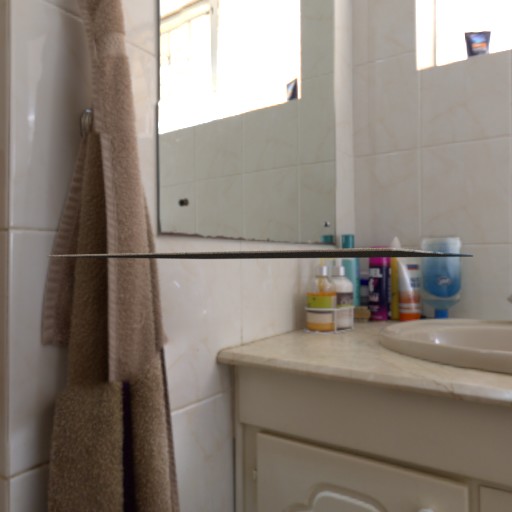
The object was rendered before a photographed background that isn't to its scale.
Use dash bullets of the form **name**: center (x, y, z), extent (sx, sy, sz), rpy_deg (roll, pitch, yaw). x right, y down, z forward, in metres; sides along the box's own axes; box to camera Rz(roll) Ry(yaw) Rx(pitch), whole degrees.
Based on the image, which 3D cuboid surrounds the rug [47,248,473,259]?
- **rug**: center (0.000, 0.000, 2.276), extent (1.836, 0.009, 1.232), rpy_deg (-1, -1, 36)
